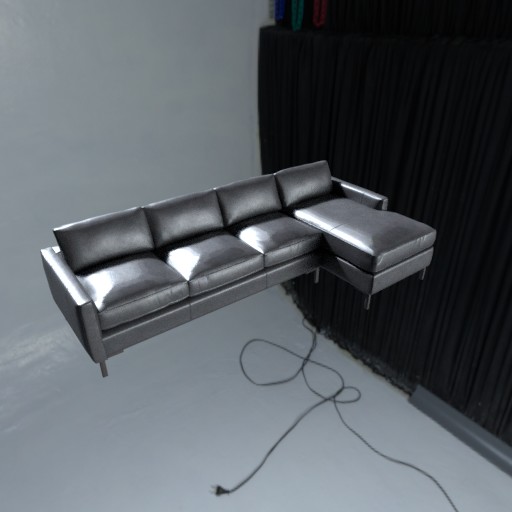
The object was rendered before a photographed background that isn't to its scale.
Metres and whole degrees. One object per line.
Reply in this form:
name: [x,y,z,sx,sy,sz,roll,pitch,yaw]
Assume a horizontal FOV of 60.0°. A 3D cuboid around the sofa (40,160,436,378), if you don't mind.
sofa: [0.000,0.000,3.695,2.993,0.859,1.471,-20,35,-32]
